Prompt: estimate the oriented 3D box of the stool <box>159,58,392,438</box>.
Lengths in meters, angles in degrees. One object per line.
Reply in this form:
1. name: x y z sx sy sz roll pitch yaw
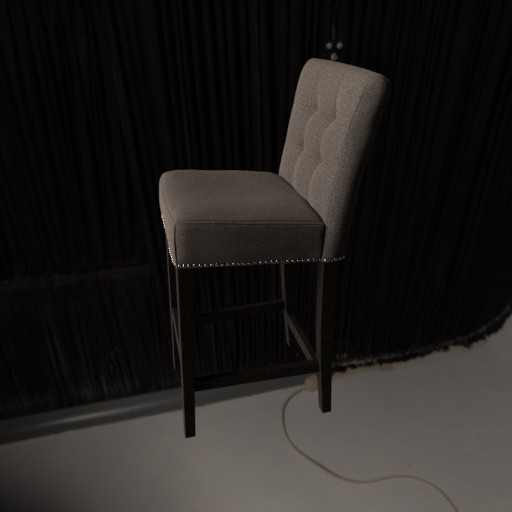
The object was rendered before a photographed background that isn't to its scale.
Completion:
1. stool: 0.000 0.000 1.329 0.548 1.047 0.411 -8 30 -13
